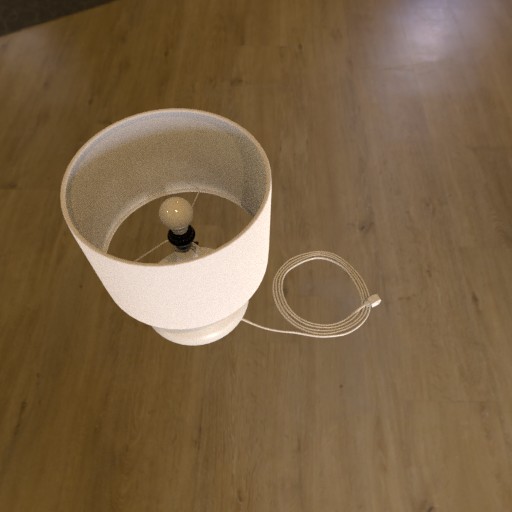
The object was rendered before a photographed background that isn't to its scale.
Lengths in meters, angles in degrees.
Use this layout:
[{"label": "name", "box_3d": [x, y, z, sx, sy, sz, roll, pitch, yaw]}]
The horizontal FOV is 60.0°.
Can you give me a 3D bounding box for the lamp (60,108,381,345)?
[{"label": "lamp", "box_3d": [0.000, 0.000, 0.844, 0.546, 0.457, 0.401, 15, 59, 9]}]
